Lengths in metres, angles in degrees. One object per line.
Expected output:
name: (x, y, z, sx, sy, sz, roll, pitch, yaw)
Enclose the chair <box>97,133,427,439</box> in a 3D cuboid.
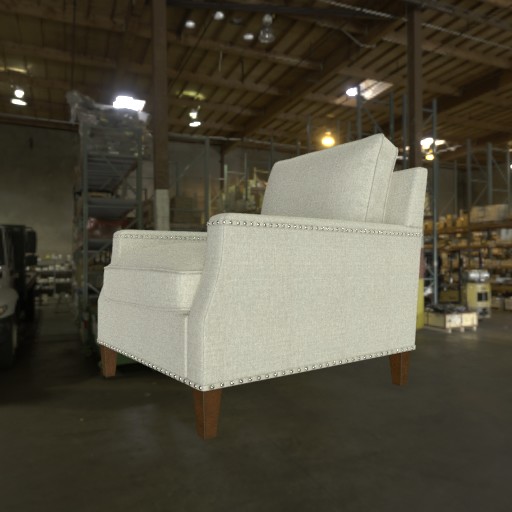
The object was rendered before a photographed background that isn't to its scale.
chair: (0.000, 0.000, 1.715, 1.014, 0.943, 0.853, 1, -1, -37)
